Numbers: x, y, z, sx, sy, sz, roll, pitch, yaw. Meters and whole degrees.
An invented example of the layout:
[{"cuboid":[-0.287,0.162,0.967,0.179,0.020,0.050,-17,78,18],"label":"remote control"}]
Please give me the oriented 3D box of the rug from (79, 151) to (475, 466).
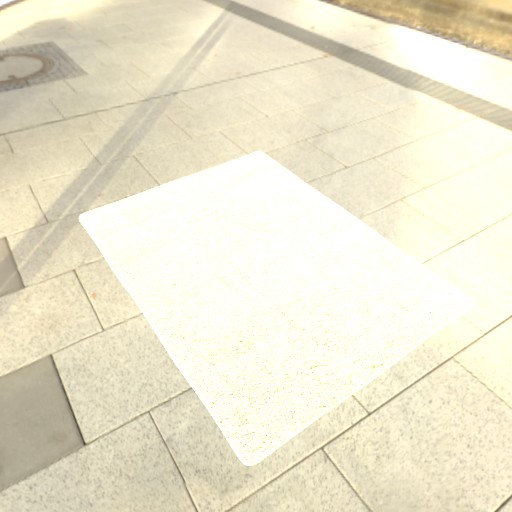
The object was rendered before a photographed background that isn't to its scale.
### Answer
[{"cuboid":[0.000,0.000,2.136,1.200,0.027,1.600,-26,48,-25],"label":"rug"}]
